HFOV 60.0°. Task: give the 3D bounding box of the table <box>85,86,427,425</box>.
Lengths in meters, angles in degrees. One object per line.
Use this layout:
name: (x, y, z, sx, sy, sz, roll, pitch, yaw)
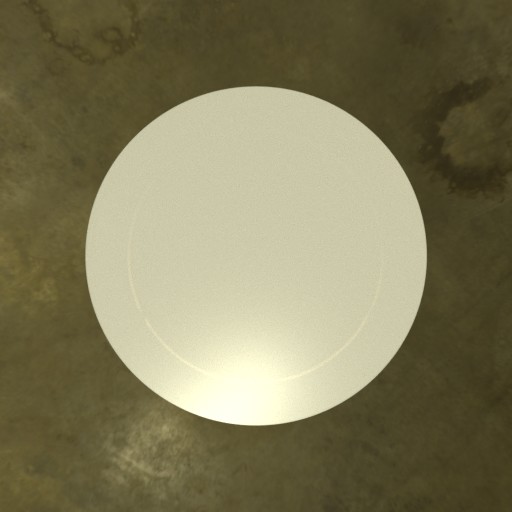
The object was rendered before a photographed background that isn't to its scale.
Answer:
table: (0.000, 0.000, 1.422, 0.914, 0.470, 0.914, 0, 90, 0)
